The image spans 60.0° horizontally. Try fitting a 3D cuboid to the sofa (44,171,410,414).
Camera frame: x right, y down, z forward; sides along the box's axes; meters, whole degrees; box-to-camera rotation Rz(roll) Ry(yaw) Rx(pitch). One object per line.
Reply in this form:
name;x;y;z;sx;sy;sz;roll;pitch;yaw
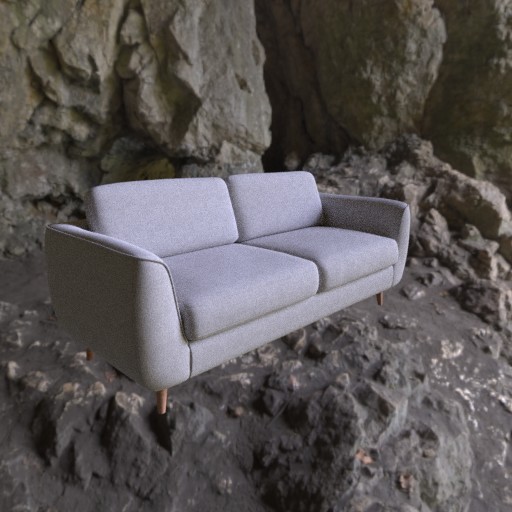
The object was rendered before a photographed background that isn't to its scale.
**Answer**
sofa;0.000;0.000;2.440;0.920;0.850;2.000;14;20;43
